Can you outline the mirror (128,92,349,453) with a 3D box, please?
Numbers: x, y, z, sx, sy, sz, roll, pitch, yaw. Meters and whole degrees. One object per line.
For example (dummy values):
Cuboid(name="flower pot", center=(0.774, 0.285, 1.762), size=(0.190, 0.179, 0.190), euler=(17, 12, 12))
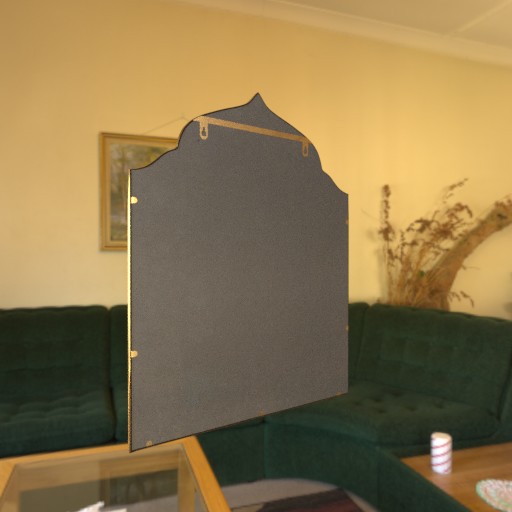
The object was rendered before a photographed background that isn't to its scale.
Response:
Cuboid(name="mirror", center=(0.000, 0.000, 0.867), size=(0.513, 0.635, 0.018), euler=(0, 0, -36))
